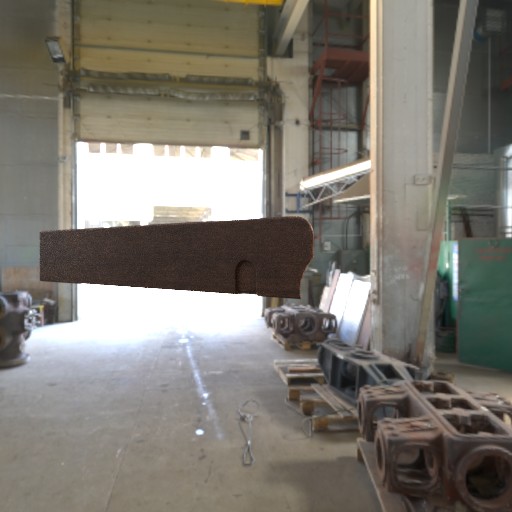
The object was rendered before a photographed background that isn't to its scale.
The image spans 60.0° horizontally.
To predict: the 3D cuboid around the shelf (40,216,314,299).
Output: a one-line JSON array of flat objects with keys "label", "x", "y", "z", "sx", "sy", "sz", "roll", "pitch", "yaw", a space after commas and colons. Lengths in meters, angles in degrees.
[{"label": "shelf", "x": 0.000, "y": 0.000, "z": 0.474, "sx": 0.310, "sy": 0.050, "sz": 0.310, "roll": 0, "pitch": 0, "yaw": 37}]
